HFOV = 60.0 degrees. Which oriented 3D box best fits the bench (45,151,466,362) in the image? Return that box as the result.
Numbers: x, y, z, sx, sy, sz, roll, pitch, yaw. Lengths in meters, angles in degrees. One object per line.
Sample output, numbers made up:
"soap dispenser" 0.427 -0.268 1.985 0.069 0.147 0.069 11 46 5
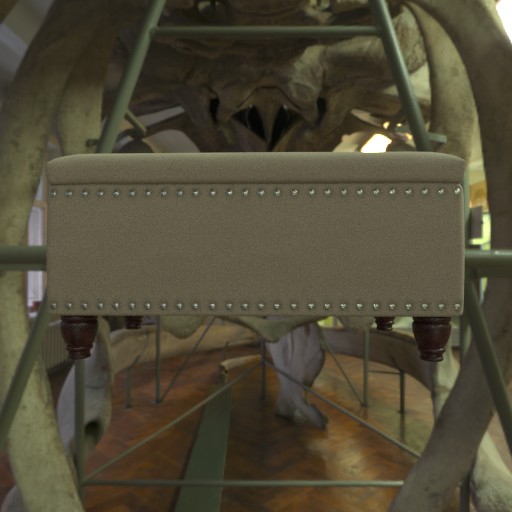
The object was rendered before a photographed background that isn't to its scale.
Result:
"bench" 0.000 0.000 1.170 0.887 0.449 0.500 0 0 2
